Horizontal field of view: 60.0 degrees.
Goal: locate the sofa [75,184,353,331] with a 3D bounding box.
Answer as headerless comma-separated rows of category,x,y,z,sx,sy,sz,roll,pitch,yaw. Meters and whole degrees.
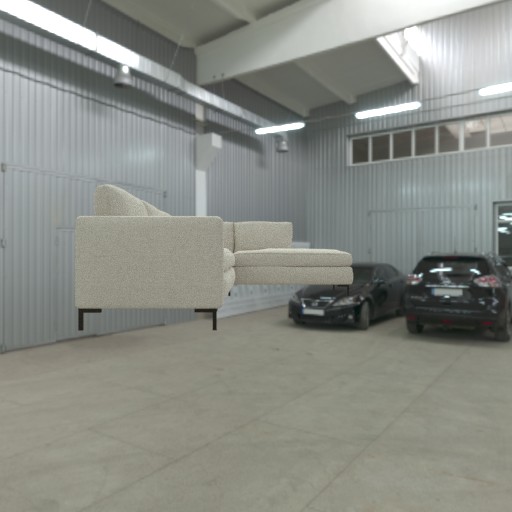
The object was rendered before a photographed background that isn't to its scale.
sofa,0.000,0.000,3.838,2.007,0.815,2.949,0,0,-1
